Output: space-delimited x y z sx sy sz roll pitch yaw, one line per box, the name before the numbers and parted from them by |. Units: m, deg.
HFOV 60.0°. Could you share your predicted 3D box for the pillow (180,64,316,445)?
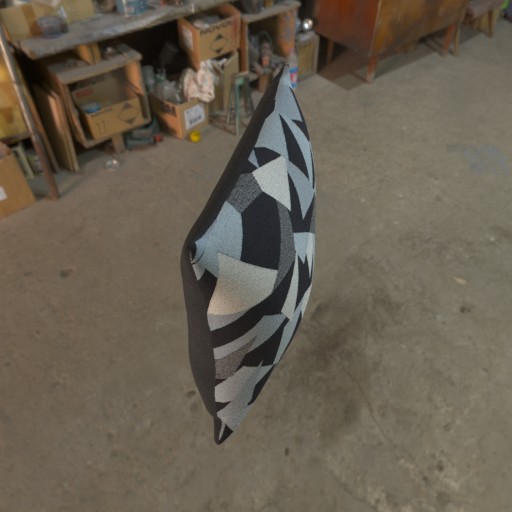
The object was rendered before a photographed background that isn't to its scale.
pillow | 0.000 0.000 0.793 0.208 0.496 0.503 11 47 10
